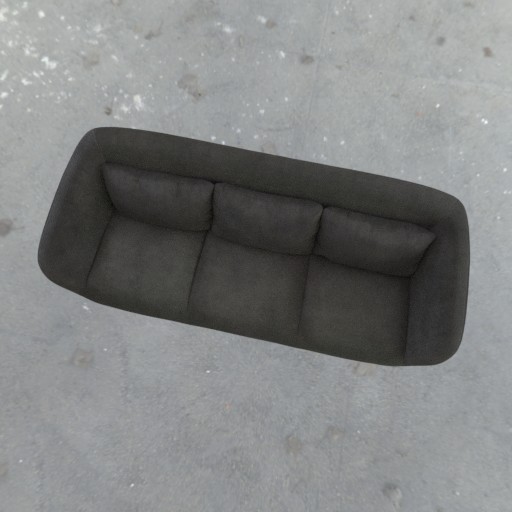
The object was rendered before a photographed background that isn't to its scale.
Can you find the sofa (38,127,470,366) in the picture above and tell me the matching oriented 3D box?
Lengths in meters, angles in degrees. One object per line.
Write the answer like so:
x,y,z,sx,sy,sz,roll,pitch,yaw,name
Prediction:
0.000,0.000,2.685,2.296,0.875,0.956,12,76,3,sofa
